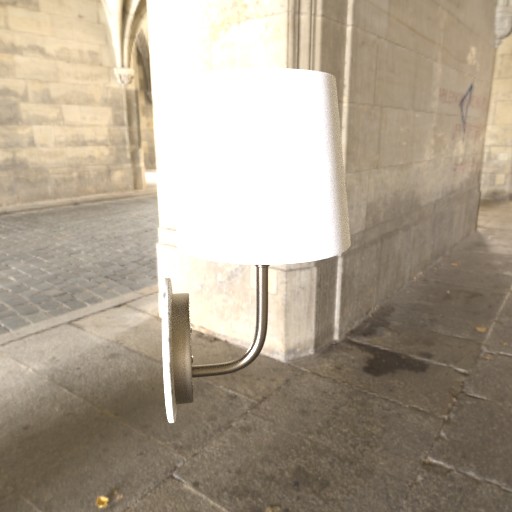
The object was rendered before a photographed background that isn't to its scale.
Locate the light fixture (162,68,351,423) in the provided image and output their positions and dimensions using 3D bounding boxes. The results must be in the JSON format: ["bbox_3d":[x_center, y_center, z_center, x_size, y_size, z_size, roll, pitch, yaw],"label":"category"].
[{"bbox_3d":[0.000,0.000,0.449,0.188,0.337,0.168,-2,15,-9],"label":"light fixture"}]
